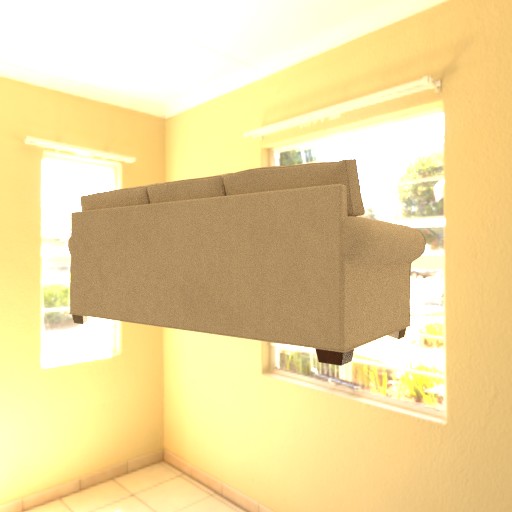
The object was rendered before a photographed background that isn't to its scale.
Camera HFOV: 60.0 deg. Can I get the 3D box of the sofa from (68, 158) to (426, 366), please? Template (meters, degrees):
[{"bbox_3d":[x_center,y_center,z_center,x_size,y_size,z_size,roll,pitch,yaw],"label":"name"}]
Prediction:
[{"bbox_3d":[0.000,0.000,2.426,1.770,0.734,1.226,0,0,36],"label":"sofa"}]
